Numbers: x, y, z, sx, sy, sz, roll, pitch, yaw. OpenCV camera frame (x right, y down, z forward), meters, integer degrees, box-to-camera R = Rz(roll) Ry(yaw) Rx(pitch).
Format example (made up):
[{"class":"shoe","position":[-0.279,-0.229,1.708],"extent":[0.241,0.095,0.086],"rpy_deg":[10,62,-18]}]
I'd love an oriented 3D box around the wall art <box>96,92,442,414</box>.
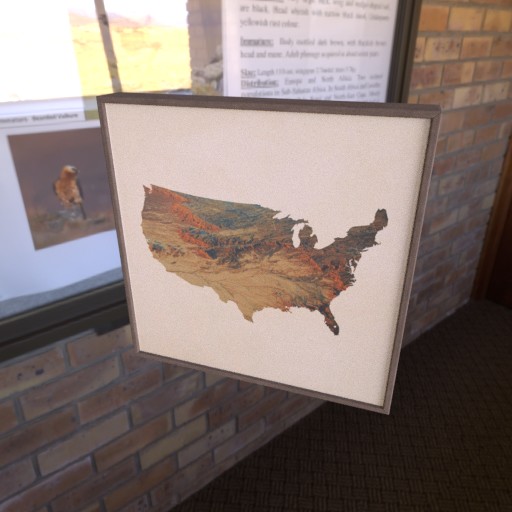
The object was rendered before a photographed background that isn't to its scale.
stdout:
[{"class":"wall art","position":[0.000,0.000,0.452],"extent":[0.303,0.302,0.038],"rpy_deg":[8,27,17]}]
